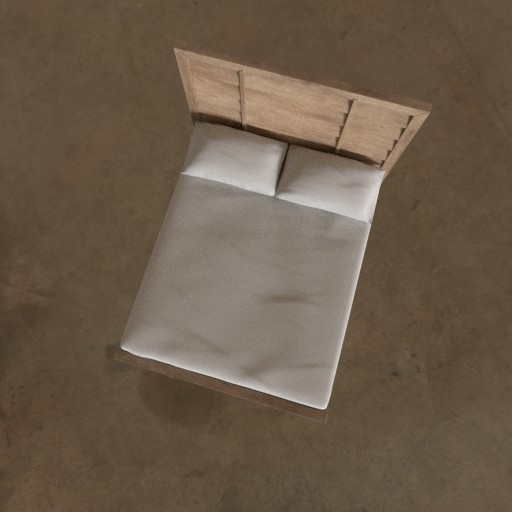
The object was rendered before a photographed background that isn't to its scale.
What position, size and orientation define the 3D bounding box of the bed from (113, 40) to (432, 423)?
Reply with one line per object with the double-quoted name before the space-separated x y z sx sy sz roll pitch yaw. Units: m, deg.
"bed" 0.000 0.000 3.268 1.615 1.631 2.017 16 77 4
